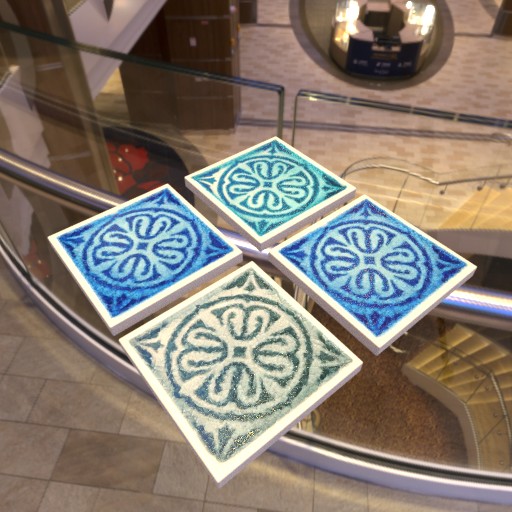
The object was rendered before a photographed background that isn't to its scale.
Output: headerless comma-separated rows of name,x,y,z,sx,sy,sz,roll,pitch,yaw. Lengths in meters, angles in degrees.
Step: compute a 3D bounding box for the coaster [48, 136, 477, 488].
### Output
coaster,0.000,0.000,0.317,0.219,0.010,0.214,-30,54,-26
